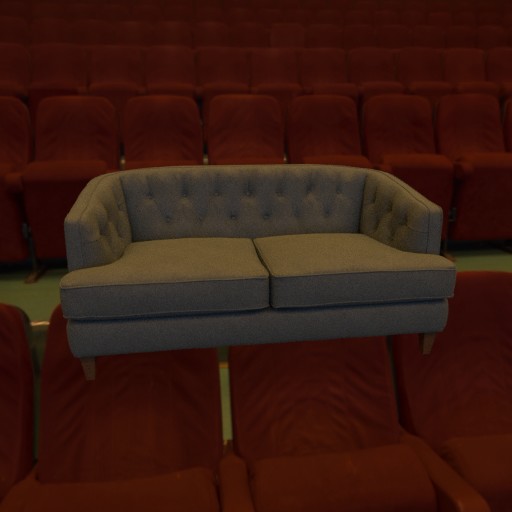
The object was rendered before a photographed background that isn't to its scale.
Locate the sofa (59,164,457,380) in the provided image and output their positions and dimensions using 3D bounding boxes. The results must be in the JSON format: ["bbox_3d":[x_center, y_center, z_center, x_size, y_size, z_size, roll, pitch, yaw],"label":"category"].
[{"bbox_3d":[0.000,0.000,2.293,1.733,0.855,0.941,-2,17,-8],"label":"sofa"}]
